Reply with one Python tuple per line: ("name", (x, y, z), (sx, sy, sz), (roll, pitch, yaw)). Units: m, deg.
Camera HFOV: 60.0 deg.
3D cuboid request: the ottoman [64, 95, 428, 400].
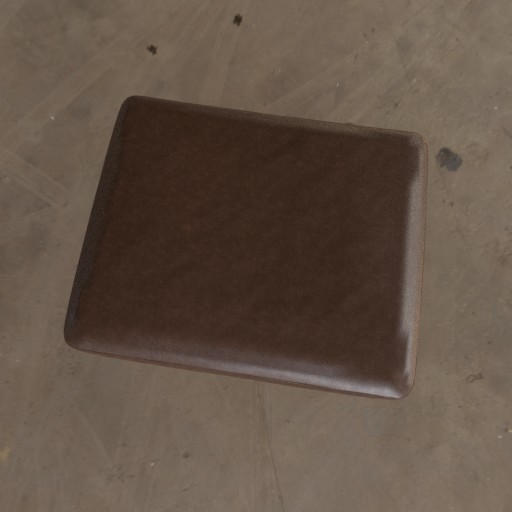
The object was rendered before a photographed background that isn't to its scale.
("ottoman", (0.000, 0.000, 1.120), (0.751, 0.476, 0.603), (8, 76, 2))
